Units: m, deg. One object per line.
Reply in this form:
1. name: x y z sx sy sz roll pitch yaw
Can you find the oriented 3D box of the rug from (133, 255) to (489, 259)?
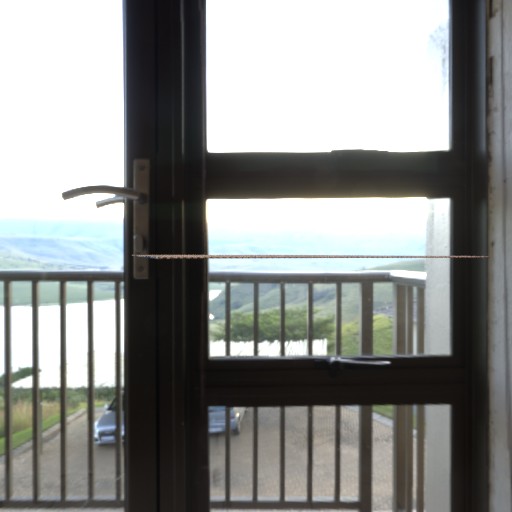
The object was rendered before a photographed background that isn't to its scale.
1. rug: 0.000 0.000 3.006 1.532 0.010 2.441 0 0 -18
